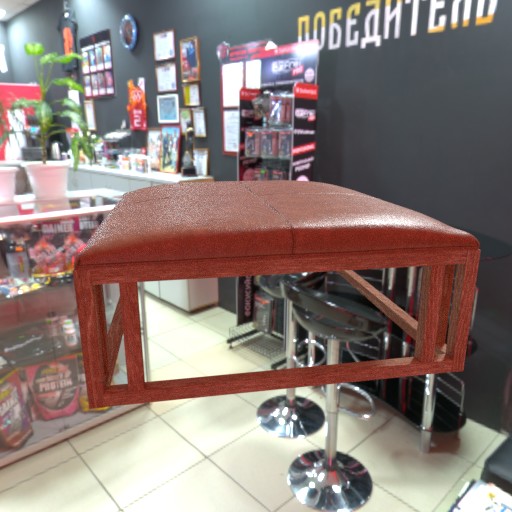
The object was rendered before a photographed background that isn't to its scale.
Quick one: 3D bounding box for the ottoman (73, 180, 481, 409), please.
[{"bbox_3d":[0.000,0.000,1.583,1.013,0.442,1.016,-3,16,-10],"label":"ottoman"}]
